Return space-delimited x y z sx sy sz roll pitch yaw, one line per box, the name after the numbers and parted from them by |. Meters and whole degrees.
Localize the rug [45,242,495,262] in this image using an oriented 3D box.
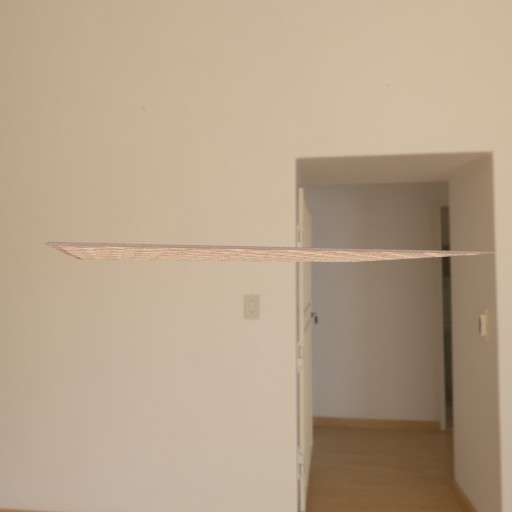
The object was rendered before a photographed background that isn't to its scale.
0.000 0.000 2.851 2.260 0.013 1.600 1 -3 -18 | rug
